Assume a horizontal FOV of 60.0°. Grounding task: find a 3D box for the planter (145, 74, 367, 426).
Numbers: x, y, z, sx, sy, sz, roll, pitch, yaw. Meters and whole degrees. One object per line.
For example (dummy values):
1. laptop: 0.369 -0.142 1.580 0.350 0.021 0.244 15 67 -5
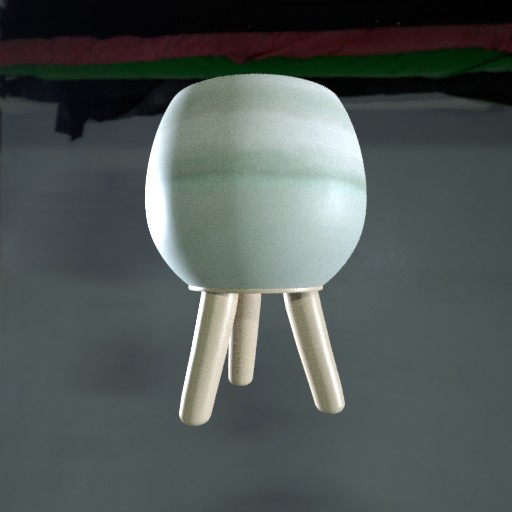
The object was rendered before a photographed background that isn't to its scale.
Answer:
1. planter: 0.000 0.000 0.333 0.161 0.224 0.161 0 -1 0
